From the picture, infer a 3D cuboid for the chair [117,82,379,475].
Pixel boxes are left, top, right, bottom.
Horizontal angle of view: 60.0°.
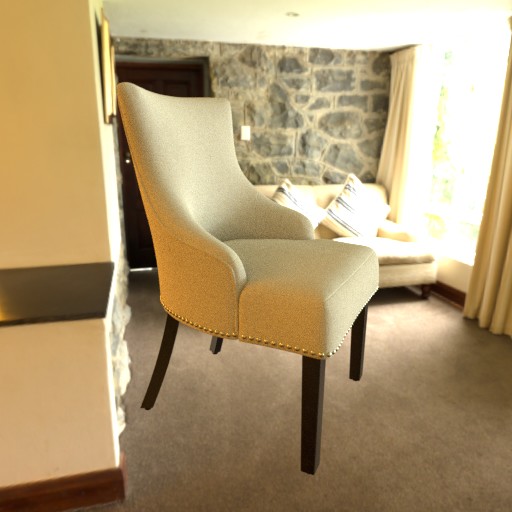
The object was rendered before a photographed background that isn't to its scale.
[{"bbox_3d":[0.000,0.000,1.271,0.629,0.909,0.566,7,16,25],"label":"chair"}]
